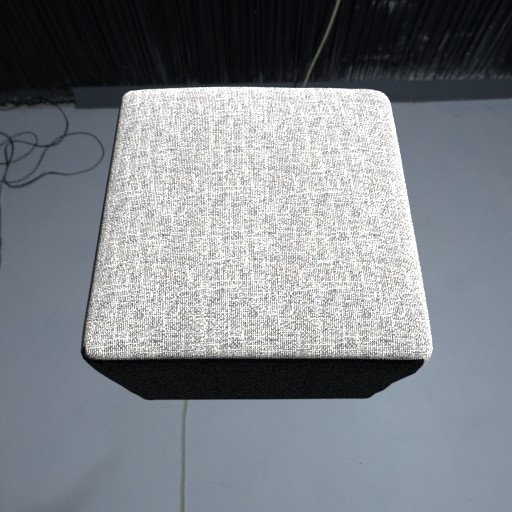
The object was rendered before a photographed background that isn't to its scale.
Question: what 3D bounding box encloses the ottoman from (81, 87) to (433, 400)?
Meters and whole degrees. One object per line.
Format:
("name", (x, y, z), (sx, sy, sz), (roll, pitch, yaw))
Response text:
("ottoman", (0.000, 0.000, 0.897), (0.512, 0.453, 0.521), (0, 65, 0))
